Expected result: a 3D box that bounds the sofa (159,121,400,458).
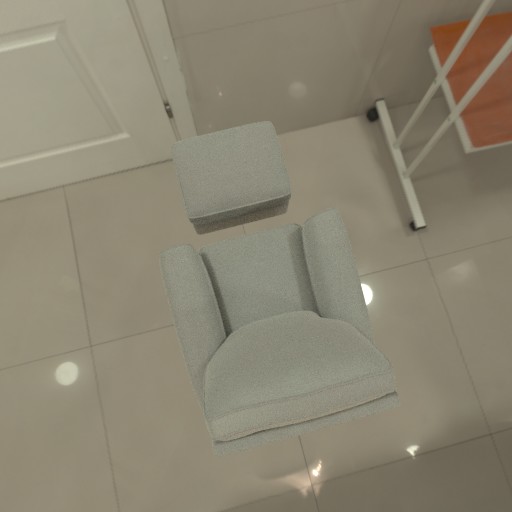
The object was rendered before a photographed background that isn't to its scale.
[{"bbox_3d":[0.000,0.000,2.045,0.880,0.959,1.478,-14,77,-3],"label":"sofa"}]
